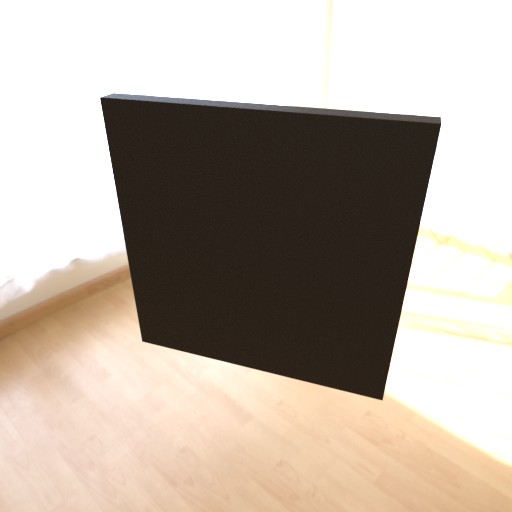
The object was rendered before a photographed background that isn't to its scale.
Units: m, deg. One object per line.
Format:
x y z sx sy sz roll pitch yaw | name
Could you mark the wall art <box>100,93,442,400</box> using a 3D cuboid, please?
0.000 0.000 0.774 0.507 0.507 0.038 10 32 16 | wall art
